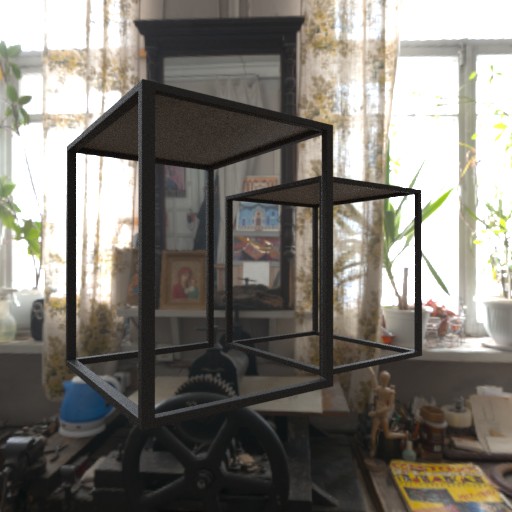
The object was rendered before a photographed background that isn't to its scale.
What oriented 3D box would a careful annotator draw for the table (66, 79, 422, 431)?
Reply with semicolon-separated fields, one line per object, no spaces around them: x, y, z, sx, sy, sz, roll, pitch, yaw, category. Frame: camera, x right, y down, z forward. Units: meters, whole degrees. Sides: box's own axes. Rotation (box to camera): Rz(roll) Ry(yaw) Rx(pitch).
0.000;0.000;1.114;0.788;0.540;0.508;0;0;-35;table
